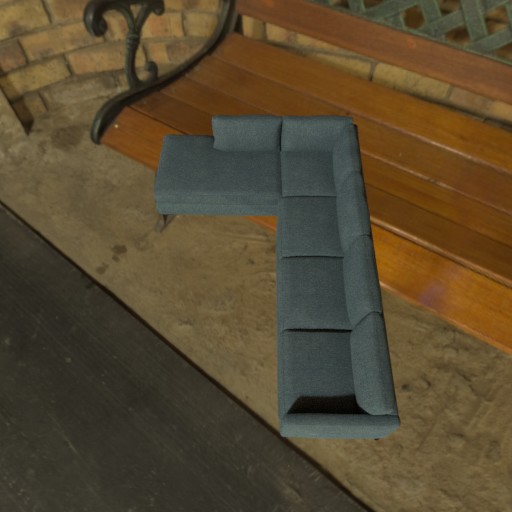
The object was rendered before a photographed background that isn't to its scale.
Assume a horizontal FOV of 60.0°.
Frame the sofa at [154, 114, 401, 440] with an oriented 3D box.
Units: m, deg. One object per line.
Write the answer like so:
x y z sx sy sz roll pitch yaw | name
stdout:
0.000 0.000 3.896 2.007 0.815 2.949 1 59 0 | sofa
